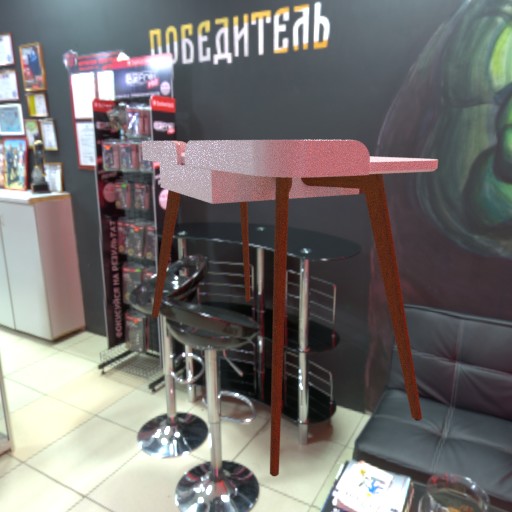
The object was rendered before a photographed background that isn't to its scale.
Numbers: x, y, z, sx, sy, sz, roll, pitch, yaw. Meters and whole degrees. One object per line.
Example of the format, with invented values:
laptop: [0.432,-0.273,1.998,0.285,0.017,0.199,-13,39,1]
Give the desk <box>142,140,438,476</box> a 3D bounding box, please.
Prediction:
desk: [0.000,0.000,1.605,0.534,0.807,1.206,-7,16,-26]
